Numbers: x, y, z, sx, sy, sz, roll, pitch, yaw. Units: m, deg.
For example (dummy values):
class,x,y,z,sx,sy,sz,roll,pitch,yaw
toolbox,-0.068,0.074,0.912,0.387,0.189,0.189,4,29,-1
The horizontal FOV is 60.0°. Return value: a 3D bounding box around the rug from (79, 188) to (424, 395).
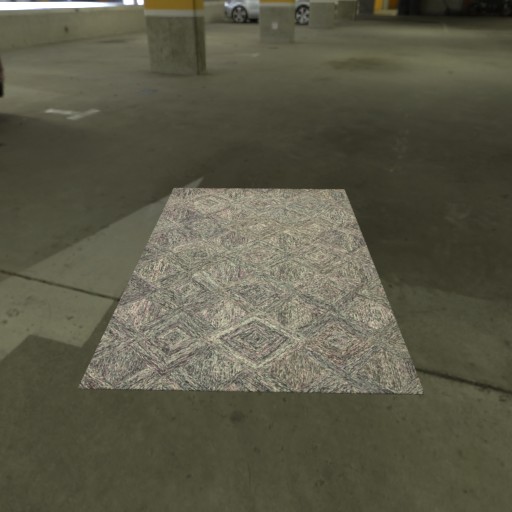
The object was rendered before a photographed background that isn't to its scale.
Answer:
class,x,y,z,sx,sy,sz,roll,pitch,yaw
rug,0.000,0.000,2.907,1.501,0.017,2.298,1,31,1
